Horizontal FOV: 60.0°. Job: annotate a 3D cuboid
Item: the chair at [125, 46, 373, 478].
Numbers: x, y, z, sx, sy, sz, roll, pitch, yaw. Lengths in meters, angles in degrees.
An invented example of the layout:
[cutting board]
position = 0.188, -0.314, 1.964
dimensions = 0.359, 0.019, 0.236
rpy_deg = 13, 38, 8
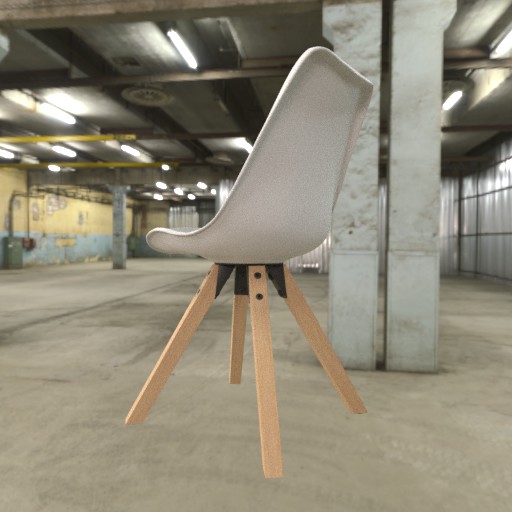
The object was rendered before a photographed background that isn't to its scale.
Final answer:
[chair]
position = 0.000, 0.000, 1.139
dimensions = 0.550, 0.850, 0.485
rpy_deg = 1, 2, 37
